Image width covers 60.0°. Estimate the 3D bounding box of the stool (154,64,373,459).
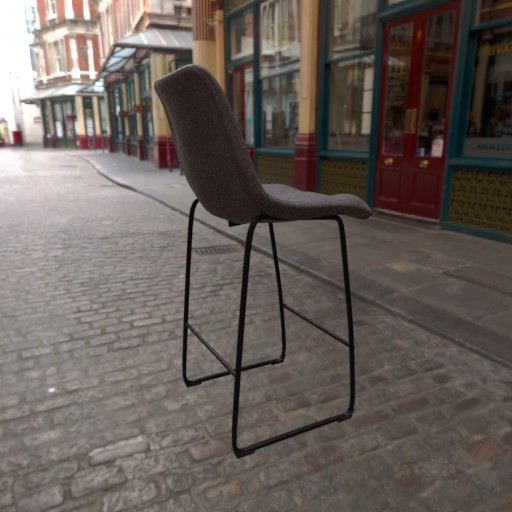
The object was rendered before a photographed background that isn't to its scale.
[{"bbox_3d":[0.000,0.000,1.441,0.561,1.082,0.514,-8,16,-27],"label":"stool"}]
